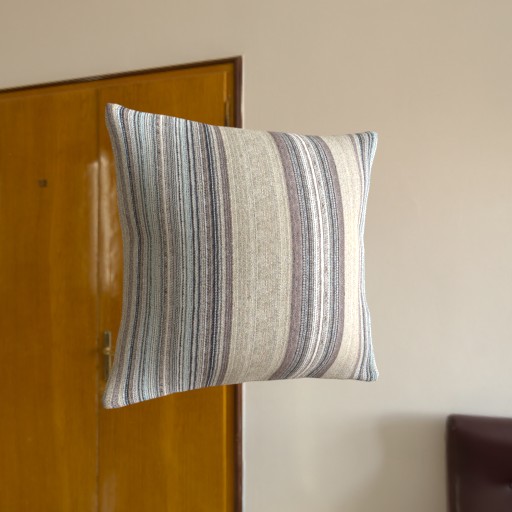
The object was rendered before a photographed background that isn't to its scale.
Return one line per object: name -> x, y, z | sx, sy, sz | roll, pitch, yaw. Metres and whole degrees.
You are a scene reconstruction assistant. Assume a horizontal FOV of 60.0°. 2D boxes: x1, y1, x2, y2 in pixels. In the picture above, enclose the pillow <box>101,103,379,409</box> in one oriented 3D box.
pillow -> 0.000, 0.000, 0.663 | 0.435, 0.416, 0.189 | 0, -1, -19
